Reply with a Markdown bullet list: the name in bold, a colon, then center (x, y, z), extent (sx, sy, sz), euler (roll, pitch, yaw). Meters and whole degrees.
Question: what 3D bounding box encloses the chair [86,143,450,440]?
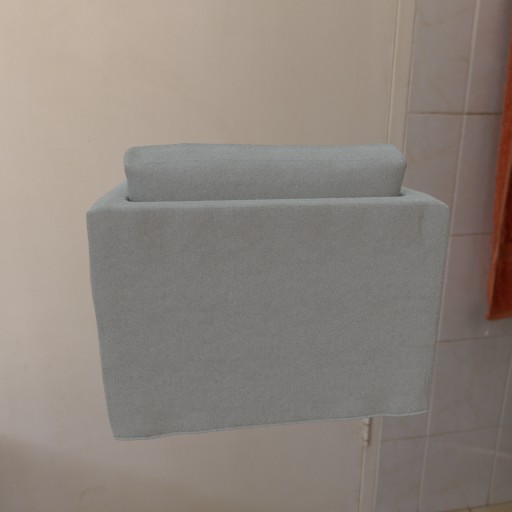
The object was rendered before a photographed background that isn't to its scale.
- **chair**: center (0.000, 0.000, 1.719), extent (1.057, 0.863, 0.949), euler (-2, 16, -8)
